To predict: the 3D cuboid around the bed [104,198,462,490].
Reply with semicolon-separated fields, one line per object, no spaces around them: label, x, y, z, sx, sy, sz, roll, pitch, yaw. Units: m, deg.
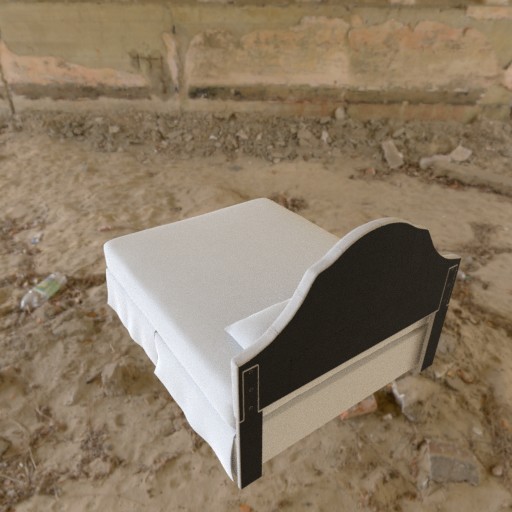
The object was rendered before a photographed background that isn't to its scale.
bed;0.000;0.000;3.768;2.039;1.617;2.477;-19;36;-29
